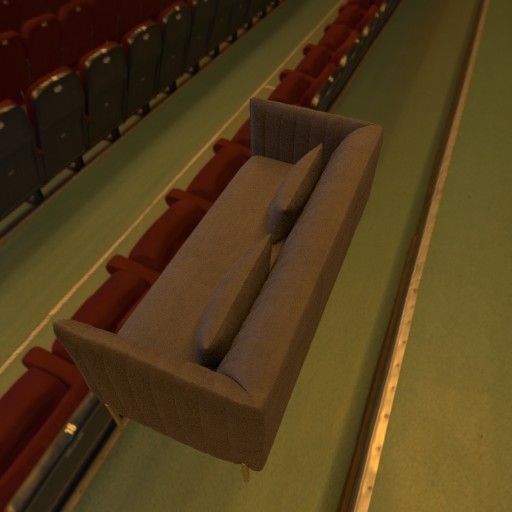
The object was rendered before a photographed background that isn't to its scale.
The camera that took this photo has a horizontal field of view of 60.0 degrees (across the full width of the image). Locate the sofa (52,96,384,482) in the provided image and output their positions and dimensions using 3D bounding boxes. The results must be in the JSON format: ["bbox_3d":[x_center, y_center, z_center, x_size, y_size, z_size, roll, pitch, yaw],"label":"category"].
[{"bbox_3d":[0.000,0.000,2.408,0.876,0.780,1.980,17,50,15],"label":"sofa"}]
